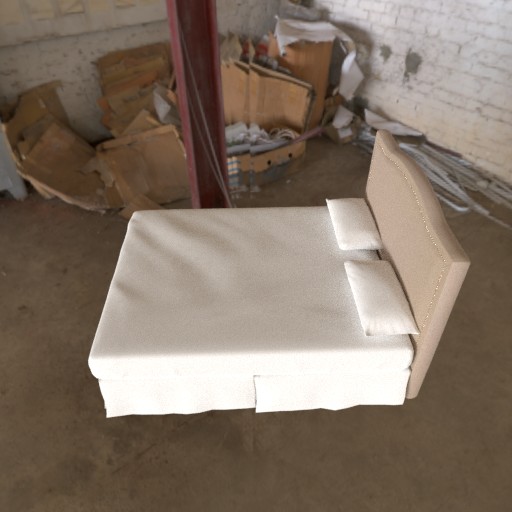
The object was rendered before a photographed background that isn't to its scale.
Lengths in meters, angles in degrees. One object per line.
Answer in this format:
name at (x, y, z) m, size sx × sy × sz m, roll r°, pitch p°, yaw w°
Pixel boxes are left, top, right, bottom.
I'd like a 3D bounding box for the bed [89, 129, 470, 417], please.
bed at (0.000, 0.000, 3.421) m, size 2.282 × 1.436 × 1.821 m, roll -1°, pitch 40°, yaw -2°
